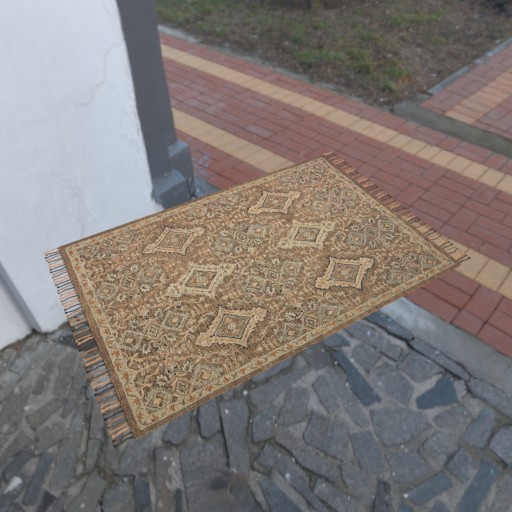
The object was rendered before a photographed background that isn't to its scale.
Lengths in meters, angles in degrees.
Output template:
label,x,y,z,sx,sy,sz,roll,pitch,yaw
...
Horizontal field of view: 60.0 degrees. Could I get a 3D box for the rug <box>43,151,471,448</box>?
label,x,y,z,sx,sy,sz,roll,pitch,yaw
rug,0.000,0.000,2.961,2.434,0.010,1.516,-23,50,-21
